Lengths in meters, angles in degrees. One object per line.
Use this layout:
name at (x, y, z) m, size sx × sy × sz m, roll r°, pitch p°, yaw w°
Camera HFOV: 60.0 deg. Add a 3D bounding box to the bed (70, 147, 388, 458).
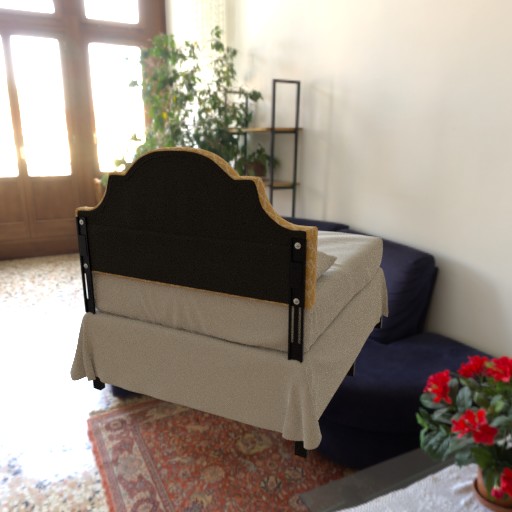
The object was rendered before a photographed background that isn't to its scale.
bed at (0.000, 0.000, 3.384) m, size 1.780 × 1.633 × 2.222 m, roll 7°, pitch 16°, yaw 26°
